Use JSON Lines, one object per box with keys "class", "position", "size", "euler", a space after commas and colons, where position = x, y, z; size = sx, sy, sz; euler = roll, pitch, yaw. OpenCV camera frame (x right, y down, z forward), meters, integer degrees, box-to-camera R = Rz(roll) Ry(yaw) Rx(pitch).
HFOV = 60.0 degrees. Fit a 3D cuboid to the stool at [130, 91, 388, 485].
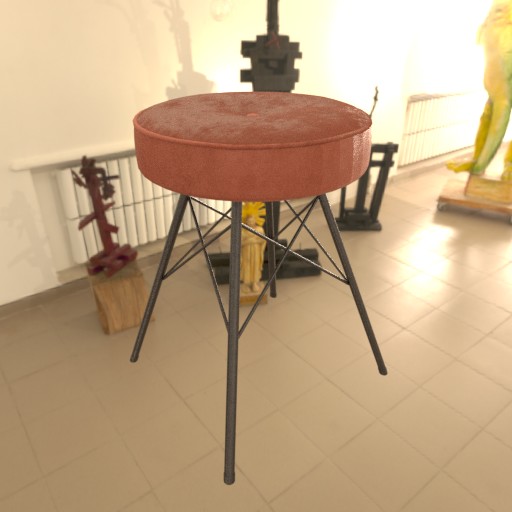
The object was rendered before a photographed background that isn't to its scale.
{"class": "stool", "position": [0.000, 0.000, 0.905], "size": [0.457, 0.593, 0.421], "euler": [-21, 35, -33]}
